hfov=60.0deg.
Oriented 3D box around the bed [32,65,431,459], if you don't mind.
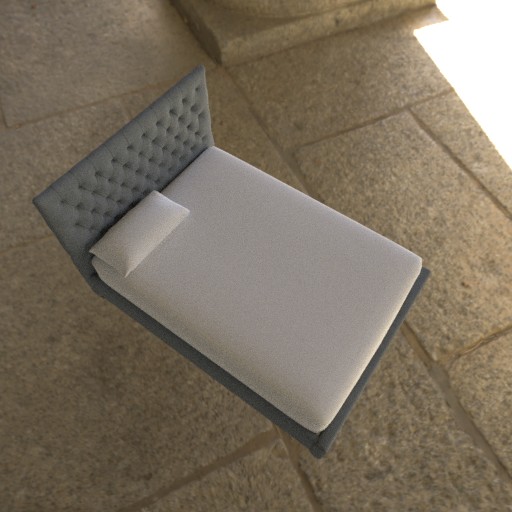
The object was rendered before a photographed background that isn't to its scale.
[{"bbox_3d":[0.000,0.000,3.389,2.335,1.411,1.698,31,64,18],"label":"bed"}]
